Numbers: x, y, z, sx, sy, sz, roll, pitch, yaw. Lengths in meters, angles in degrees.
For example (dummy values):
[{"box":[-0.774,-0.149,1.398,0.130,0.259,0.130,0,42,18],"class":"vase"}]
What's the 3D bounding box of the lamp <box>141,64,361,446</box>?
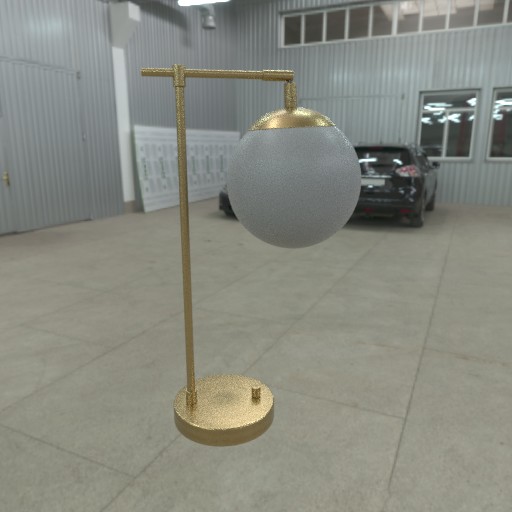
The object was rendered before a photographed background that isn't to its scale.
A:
[{"box":[0.000,0.000,0.707,0.324,0.559,0.207,-2,14,-10],"class":"lamp"}]
